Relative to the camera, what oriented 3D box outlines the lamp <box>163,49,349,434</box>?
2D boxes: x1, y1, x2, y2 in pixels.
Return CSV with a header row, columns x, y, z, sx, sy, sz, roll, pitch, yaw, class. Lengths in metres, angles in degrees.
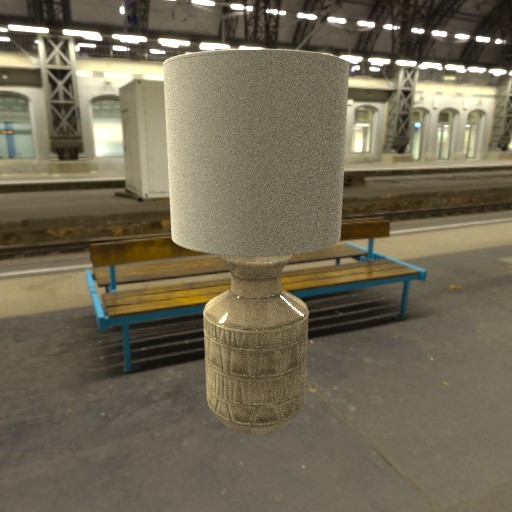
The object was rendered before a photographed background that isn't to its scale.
x,y,z,sx,sy,sz,roll,pitch,yaw,class
0.000,0.000,0.572,0.211,0.455,0.211,14,20,41,lamp
